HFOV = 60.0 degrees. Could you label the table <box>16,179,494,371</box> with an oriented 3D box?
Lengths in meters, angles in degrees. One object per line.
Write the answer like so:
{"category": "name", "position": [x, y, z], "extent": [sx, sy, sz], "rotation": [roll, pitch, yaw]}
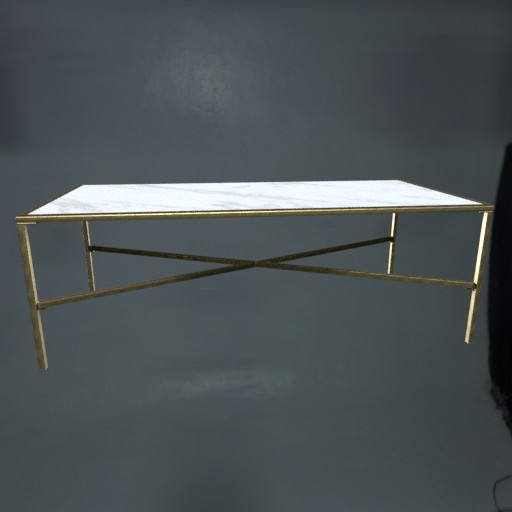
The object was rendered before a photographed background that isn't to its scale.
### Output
{"category": "table", "position": [0.000, 0.000, 1.429], "extent": [1.197, 0.405, 0.577], "rotation": [-2, 17, -7]}
